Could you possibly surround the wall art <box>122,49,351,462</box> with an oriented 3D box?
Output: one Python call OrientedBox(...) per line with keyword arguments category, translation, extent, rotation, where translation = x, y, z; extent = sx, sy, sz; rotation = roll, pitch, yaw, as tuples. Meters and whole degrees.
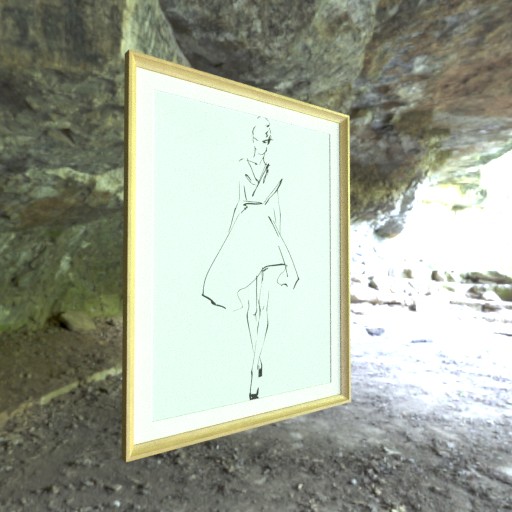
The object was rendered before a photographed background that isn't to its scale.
OrientedBox(category="wall art", translation=(0.000, 0.000, 1.324), extent=(0.798, 1.002, 0.030), rotation=(1, -2, -37))
